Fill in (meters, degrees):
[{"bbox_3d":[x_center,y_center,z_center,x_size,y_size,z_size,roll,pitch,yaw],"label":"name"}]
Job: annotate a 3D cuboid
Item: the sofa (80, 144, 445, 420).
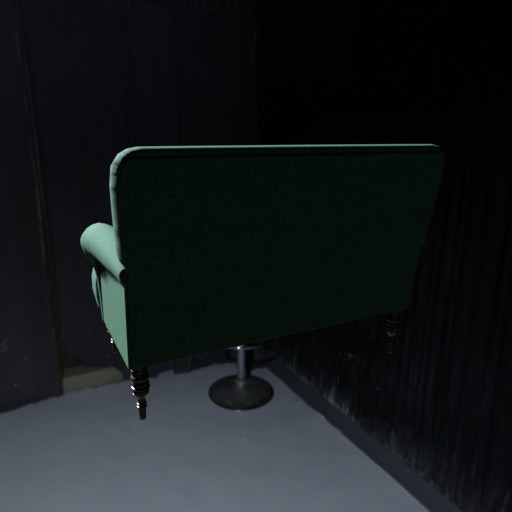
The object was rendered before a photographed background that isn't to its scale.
[{"bbox_3d":[0.000,0.000,1.808,1.297,0.889,0.779,-7,17,-25],"label":"sofa"}]
